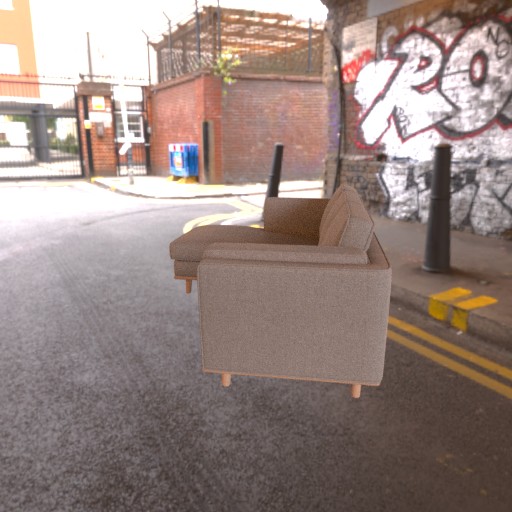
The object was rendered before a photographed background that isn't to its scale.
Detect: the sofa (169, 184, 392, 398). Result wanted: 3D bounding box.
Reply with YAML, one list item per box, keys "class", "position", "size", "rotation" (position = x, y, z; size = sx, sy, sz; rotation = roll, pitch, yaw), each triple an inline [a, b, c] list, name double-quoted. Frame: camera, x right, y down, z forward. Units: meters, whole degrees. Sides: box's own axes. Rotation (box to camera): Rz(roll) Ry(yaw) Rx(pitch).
- class: "sofa"
  position: [0.000, 0.000, 3.230]
  size: [1.604, 0.929, 2.411]
  rotation: [2, 14, 9]
